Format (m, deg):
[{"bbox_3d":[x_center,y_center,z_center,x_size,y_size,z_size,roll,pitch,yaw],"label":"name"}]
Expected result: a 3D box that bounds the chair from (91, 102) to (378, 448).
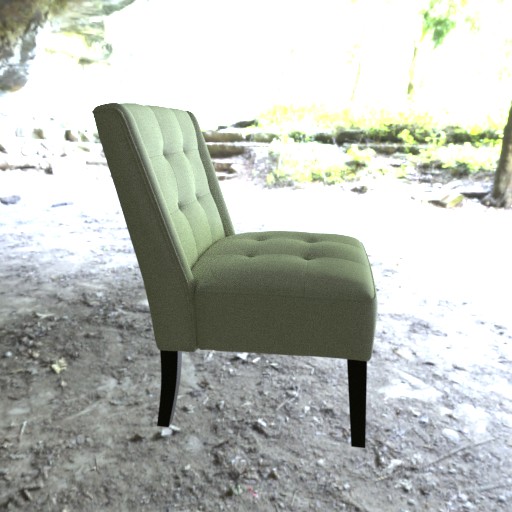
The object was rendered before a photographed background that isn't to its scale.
[{"bbox_3d":[0.000,0.000,1.320,0.676,0.853,0.569,3,16,9],"label":"chair"}]
